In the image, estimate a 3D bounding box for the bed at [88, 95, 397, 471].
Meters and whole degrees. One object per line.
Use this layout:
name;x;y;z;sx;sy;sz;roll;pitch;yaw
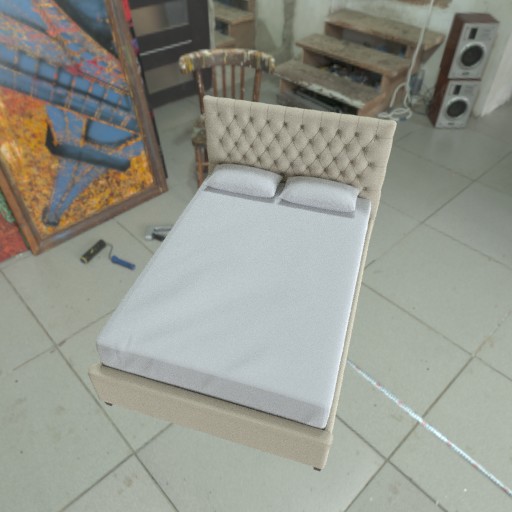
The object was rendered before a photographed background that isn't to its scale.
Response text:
bed;0.000;0.000;3.465;1.698;1.427;2.387;12;44;13
